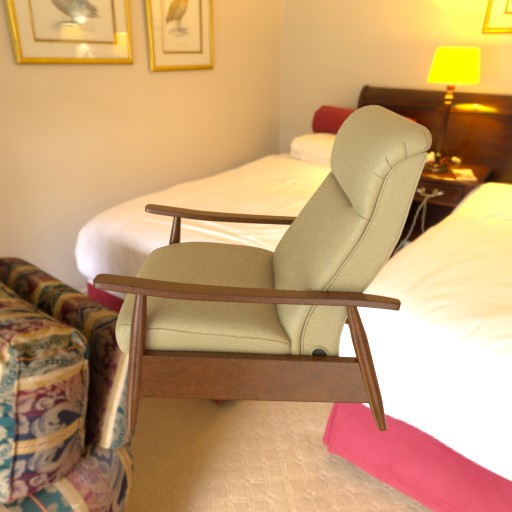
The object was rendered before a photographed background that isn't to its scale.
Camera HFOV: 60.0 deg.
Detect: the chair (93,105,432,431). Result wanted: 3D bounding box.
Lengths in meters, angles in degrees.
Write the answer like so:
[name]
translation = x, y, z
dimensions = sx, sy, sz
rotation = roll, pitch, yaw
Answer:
[chair]
translation = 0.000, 0.000, 1.742
dimensions = 1.014, 1.082, 0.762
rotation = 0, 25, 0
